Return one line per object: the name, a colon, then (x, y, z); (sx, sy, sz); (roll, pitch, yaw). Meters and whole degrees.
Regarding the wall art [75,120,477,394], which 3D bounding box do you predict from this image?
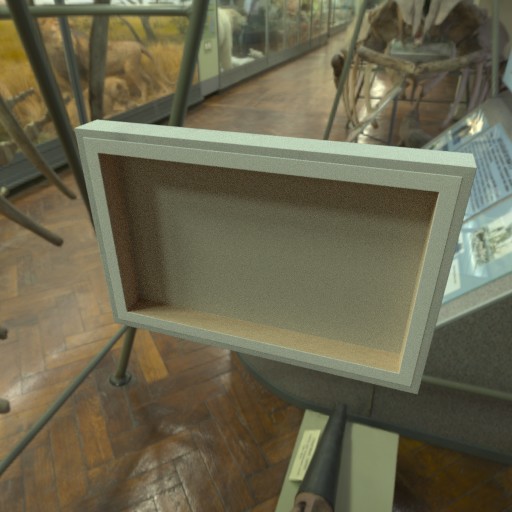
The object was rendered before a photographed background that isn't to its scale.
wall art: (0.000, 0.000, 0.482); (0.381, 0.254, 0.038); (10, 32, 16)
